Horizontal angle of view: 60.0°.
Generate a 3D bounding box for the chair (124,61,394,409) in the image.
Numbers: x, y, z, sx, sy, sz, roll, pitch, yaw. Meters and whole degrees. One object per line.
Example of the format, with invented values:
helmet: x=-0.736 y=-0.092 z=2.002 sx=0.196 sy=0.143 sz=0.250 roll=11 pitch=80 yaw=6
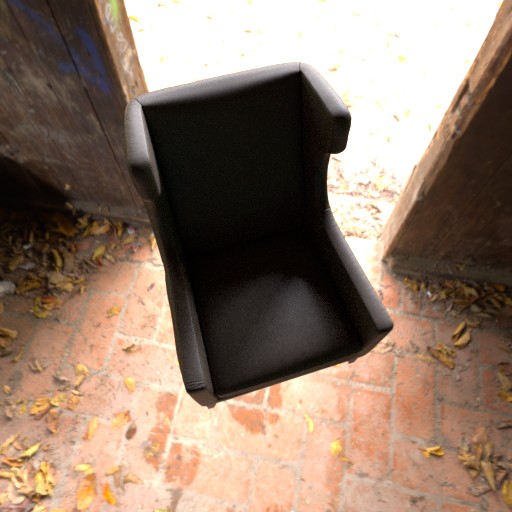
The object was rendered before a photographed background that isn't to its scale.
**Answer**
chair: x=0.000 y=0.000 z=1.723 sx=0.769 sy=1.079 sz=0.899 roll=-16 pitch=64 yaw=-8
